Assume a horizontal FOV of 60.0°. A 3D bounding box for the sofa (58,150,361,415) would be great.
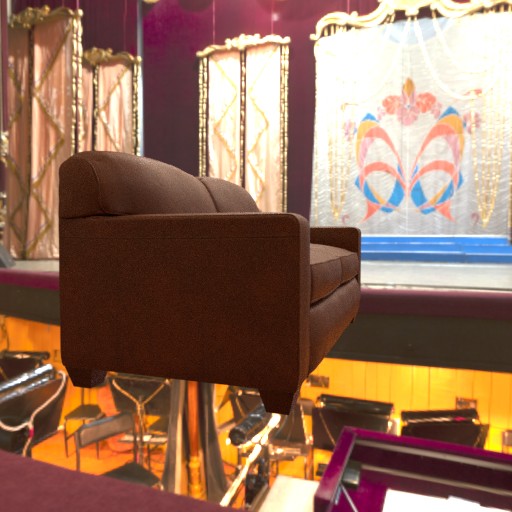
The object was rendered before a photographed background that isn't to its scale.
[{"bbox_3d":[0.000,0.000,2.402,1.000,0.966,1.856,1,2,19],"label":"sofa"}]
